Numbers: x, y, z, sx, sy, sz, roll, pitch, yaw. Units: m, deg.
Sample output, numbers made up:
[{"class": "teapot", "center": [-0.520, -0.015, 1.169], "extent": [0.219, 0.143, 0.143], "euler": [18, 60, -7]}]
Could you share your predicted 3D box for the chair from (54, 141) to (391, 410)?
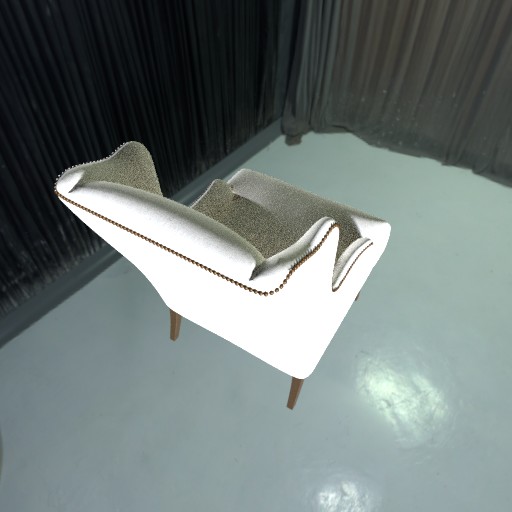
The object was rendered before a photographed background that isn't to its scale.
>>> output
[{"class": "chair", "center": [0.000, 0.000, 1.630], "extent": [0.737, 1.029, 0.940], "euler": [25, 52, 21]}]
